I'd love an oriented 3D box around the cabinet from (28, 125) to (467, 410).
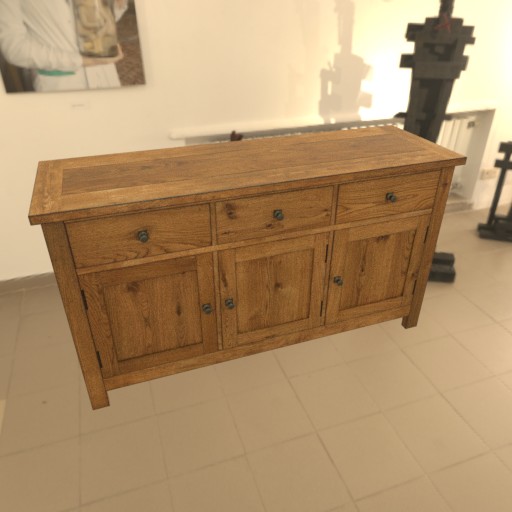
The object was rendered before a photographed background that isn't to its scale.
[{"bbox_3d":[0.000,0.000,1.806,1.474,0.813,0.480,-10,33,-17],"label":"cabinet"}]
